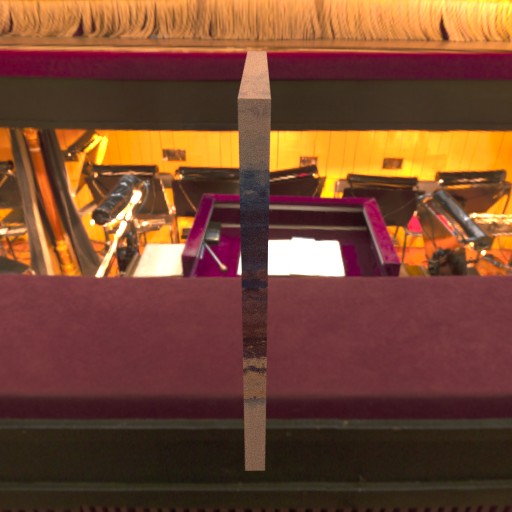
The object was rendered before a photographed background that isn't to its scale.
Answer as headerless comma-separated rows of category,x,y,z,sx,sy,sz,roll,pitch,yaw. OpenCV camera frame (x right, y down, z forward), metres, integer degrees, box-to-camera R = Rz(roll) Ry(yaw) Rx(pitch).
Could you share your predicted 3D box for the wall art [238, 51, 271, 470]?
wall art,0.000,0.000,1.109,0.048,0.874,0.583,0,31,0
